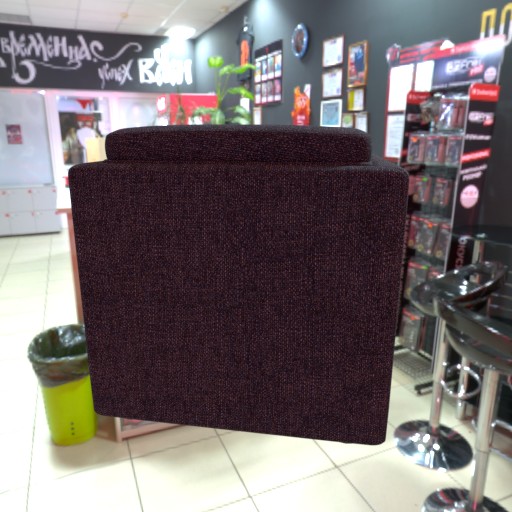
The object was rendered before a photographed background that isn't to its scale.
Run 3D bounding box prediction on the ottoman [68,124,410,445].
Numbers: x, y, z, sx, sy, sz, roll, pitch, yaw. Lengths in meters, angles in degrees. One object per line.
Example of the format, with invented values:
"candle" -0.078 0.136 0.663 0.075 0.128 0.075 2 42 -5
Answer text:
"ottoman" 0.000 0.000 0.812 0.450 0.460 0.450 3 16 9
